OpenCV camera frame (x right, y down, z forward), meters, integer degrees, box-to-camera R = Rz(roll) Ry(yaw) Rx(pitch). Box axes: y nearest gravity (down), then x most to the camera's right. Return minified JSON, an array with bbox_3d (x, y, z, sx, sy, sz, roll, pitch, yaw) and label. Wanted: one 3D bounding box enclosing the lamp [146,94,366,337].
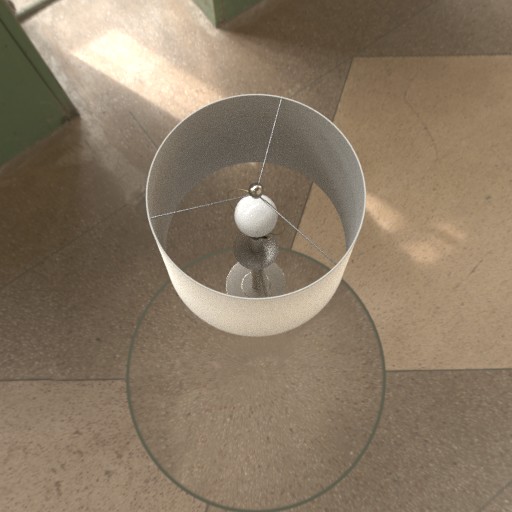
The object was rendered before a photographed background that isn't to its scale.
[{"bbox_3d":[0.000,0.000,0.894,0.333,0.696,0.333,0,76,0],"label":"lamp"}]
